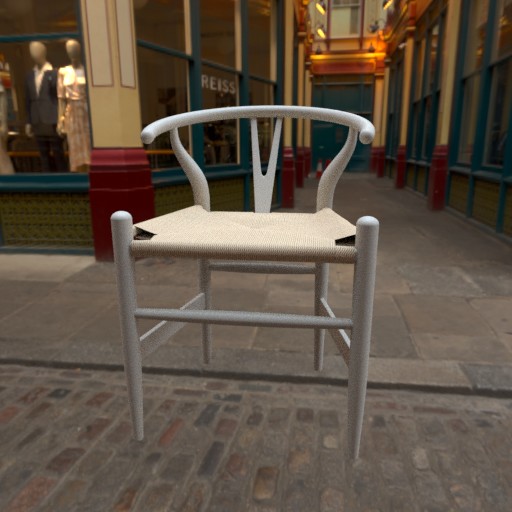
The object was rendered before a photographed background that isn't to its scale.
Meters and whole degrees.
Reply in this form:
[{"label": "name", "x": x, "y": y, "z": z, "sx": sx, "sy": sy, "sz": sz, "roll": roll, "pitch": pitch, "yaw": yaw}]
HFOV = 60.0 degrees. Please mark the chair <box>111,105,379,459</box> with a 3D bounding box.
[{"label": "chair", "x": 0.000, "y": 0.000, "z": 1.089, "sx": 0.533, "sy": 0.736, "sz": 0.500, "roll": 2, "pitch": 15, "yaw": 7}]
